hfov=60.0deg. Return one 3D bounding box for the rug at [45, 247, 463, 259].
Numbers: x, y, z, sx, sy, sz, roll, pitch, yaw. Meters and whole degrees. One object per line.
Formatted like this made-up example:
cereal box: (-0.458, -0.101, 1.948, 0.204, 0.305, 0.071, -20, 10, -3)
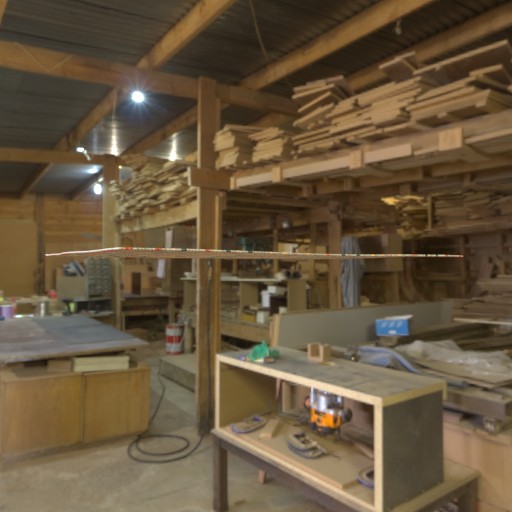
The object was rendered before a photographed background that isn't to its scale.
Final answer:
rug: (0.000, 0.000, 2.326, 1.835, 0.017, 1.220, 1, -1, -35)
